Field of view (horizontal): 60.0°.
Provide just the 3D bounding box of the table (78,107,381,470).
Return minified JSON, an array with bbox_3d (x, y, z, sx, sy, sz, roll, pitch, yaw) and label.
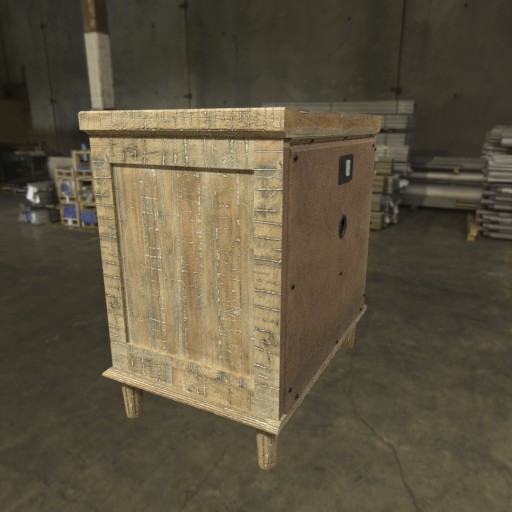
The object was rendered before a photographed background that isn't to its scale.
[{"bbox_3d":[0.000,0.000,1.164,0.457,0.711,0.686,8,18,26],"label":"table"}]
